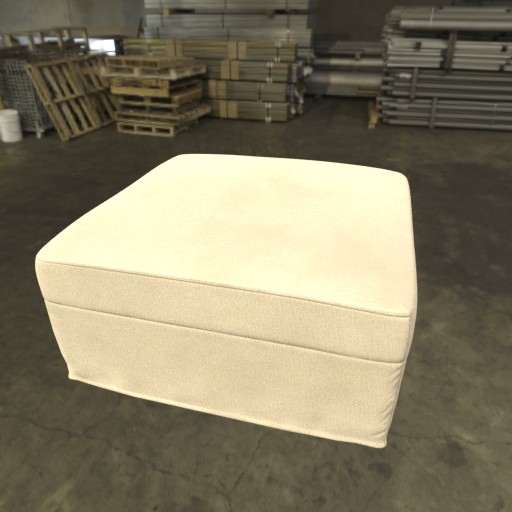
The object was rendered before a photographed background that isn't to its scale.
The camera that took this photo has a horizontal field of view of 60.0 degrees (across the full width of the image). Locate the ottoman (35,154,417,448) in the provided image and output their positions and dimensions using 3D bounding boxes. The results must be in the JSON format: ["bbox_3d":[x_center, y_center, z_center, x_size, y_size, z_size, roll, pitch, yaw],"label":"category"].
[{"bbox_3d":[0.000,0.000,1.309,0.843,0.441,0.842,8,30,13],"label":"ottoman"}]
